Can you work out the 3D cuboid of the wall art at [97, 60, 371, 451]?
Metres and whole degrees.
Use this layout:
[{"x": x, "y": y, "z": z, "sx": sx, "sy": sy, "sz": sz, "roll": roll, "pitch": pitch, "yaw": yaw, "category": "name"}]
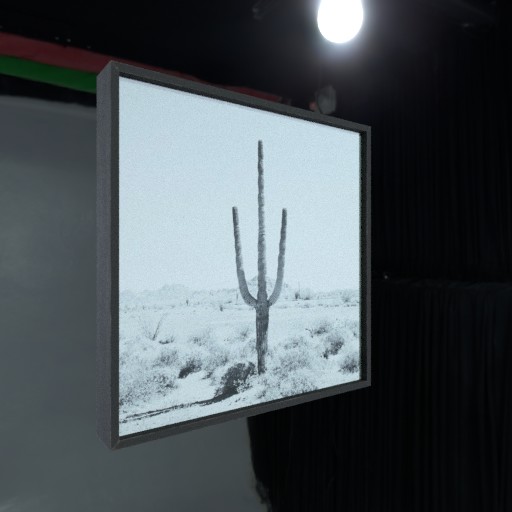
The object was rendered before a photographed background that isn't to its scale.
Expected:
[{"x": 0.000, "y": 0.000, "z": 0.449, "sx": 0.305, "sy": 0.305, "sz": 0.038, "roll": 0, "pitch": 0, "yaw": -35, "category": "wall art"}]
